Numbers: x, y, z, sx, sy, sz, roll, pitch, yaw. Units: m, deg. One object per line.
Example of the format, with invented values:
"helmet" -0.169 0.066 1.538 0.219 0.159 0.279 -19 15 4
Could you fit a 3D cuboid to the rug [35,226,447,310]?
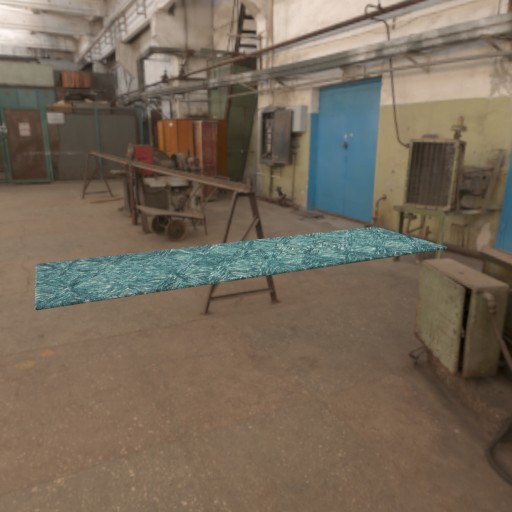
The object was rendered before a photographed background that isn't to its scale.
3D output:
"rug" 0.000 0.000 2.547 2.286 0.016 0.676 -7 17 -24
